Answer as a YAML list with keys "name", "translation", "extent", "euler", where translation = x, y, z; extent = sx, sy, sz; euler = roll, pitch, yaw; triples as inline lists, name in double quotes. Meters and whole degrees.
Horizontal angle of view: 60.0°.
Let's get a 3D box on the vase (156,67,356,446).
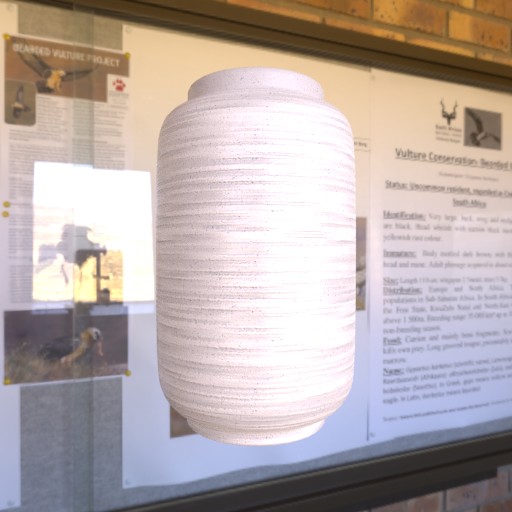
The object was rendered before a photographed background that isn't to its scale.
- name: "vase"
  translation: [0.000, 0.000, 0.459]
  extent: [0.202, 0.335, 0.202]
  euler: [0, 1, 0]
